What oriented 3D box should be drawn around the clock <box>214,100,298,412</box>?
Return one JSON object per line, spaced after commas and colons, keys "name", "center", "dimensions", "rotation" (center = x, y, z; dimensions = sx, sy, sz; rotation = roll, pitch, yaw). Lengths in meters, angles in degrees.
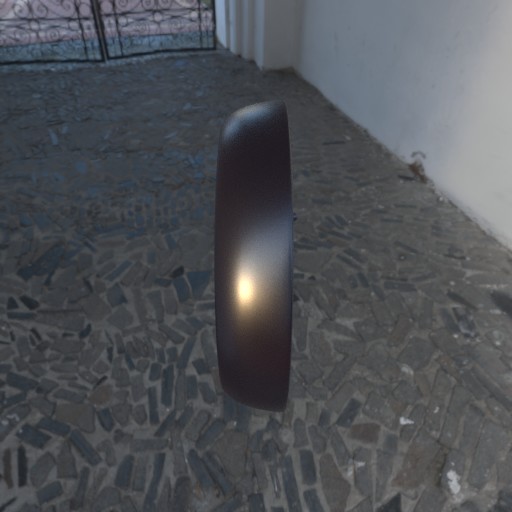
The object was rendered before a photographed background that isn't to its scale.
{"name": "clock", "center": [0.000, 0.000, 0.451], "dimensions": [0.060, 0.300, 0.300], "rotation": [0, 41, 0]}
